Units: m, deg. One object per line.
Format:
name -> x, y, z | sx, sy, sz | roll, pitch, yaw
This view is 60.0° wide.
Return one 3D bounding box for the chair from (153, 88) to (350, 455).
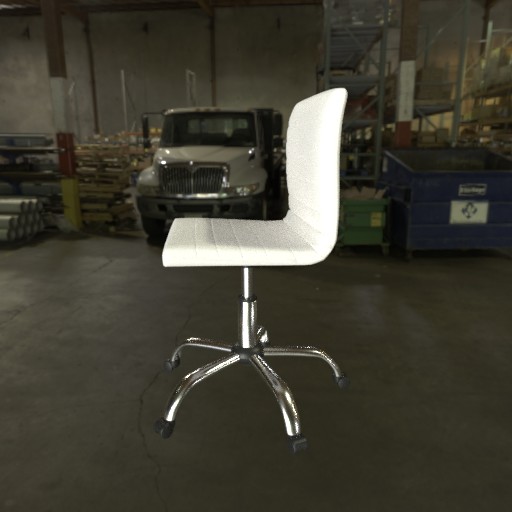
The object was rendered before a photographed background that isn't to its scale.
chair -> 0.000, 0.000, 1.136 | 0.530, 0.780, 0.556 | -2, 14, -7
